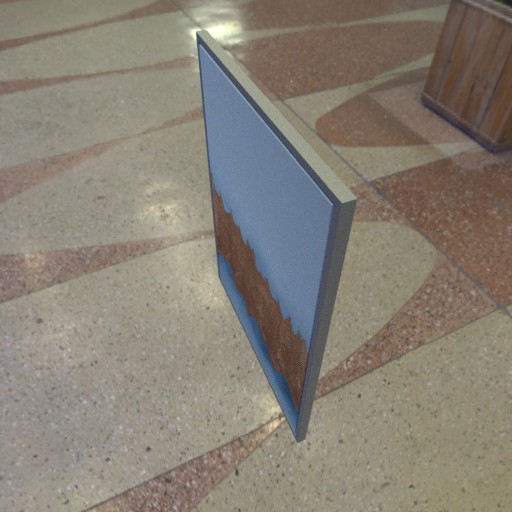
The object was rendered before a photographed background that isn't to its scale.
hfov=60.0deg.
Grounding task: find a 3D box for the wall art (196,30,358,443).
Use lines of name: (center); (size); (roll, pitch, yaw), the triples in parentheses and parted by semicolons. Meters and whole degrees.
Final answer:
wall art: (0.000, 0.000, 1.355); (0.034, 1.042, 0.789); (-17, 49, -15)
